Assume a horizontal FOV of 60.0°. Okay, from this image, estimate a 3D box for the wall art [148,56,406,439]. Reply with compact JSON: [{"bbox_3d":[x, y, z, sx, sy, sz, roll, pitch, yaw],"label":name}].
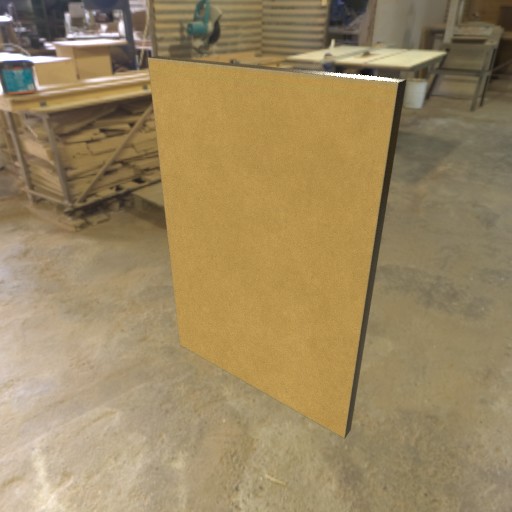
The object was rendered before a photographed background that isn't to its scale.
[{"bbox_3d":[0.000,0.000,0.575,0.314,0.455,0.019,21,36,31],"label":"wall art"}]
